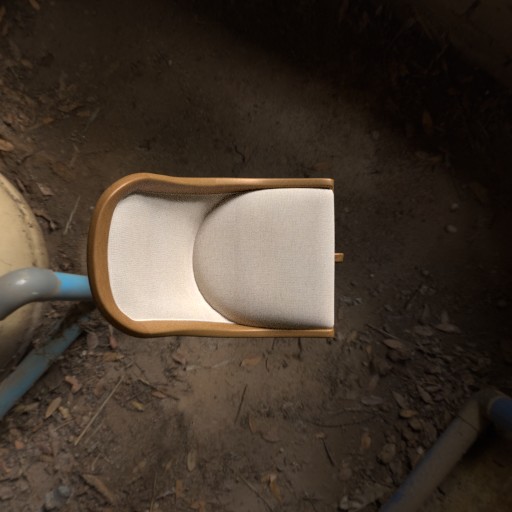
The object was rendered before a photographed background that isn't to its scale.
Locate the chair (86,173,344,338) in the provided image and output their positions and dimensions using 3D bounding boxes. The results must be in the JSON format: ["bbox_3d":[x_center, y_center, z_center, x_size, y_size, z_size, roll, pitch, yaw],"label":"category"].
[{"bbox_3d":[0.000,0.000,1.547,0.811,1.009,0.702,0,89,0],"label":"chair"}]
